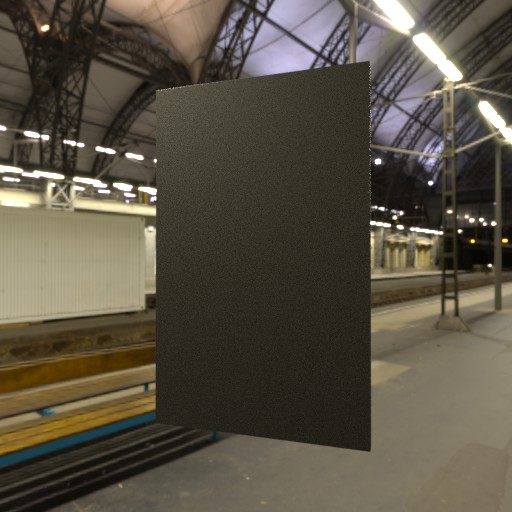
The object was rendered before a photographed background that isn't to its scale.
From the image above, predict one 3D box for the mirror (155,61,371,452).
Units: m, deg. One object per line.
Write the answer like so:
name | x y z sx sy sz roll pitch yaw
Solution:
mirror | 0.000 0.000 1.520 0.762 1.219 0.038 0 -1 19
